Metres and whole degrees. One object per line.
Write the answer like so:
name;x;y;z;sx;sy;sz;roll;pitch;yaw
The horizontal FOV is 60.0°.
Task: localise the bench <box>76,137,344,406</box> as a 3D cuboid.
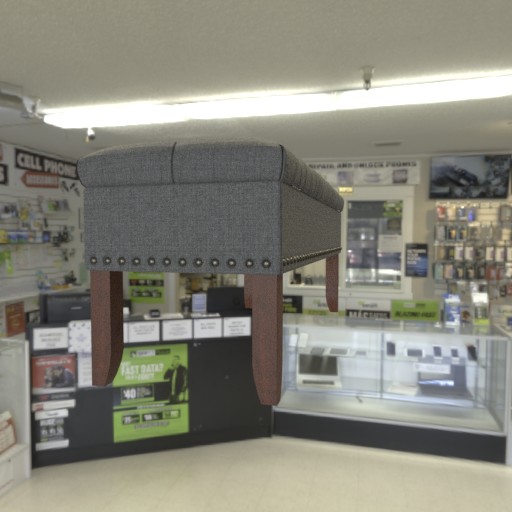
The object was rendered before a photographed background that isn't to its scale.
bench;0.000;0.000;1.292;0.417;0.470;1.052;1;3;16
